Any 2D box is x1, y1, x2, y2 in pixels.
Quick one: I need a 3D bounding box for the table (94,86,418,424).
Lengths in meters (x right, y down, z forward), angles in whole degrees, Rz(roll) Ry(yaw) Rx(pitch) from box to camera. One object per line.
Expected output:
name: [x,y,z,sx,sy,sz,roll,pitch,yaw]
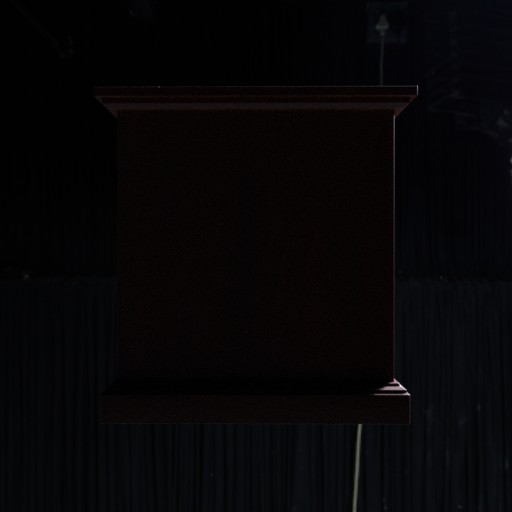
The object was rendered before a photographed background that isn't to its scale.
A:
table: [0.000,0.000,0.977,0.584,0.612,0.356,0,0,0]
